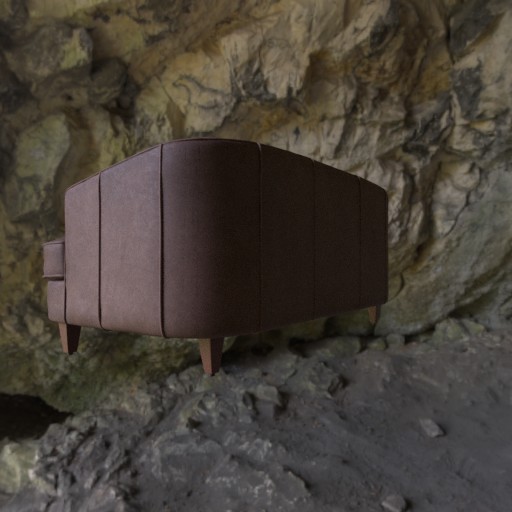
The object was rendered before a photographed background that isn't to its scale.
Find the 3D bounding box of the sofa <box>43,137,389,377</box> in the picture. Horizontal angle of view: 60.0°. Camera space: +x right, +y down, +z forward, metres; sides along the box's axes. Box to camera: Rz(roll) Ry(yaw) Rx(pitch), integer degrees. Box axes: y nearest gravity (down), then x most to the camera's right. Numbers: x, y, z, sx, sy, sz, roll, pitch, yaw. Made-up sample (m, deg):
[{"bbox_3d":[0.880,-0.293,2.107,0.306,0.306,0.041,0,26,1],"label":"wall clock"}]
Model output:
[{"bbox_3d":[0.000,0.000,2.225,0.917,0.799,1.767,0,-1,36],"label":"sofa"}]
